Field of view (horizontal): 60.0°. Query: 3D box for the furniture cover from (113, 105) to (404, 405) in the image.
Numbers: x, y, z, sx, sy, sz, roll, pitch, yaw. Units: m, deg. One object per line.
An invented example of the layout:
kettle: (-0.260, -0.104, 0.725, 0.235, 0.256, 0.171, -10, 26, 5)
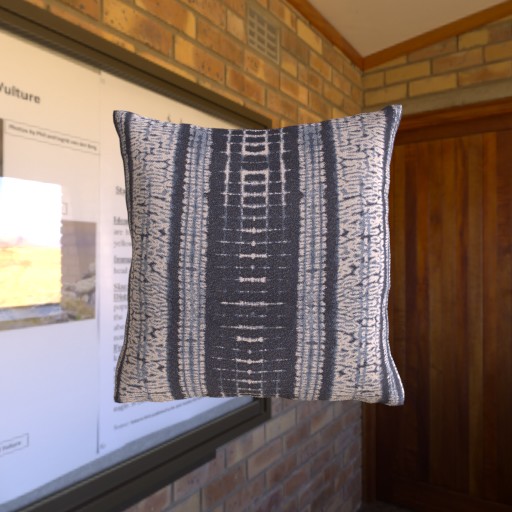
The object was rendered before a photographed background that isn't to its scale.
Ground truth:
furniture cover: (0.000, 0.000, 0.647, 0.425, 0.435, 0.133, 0, 0, 3)
